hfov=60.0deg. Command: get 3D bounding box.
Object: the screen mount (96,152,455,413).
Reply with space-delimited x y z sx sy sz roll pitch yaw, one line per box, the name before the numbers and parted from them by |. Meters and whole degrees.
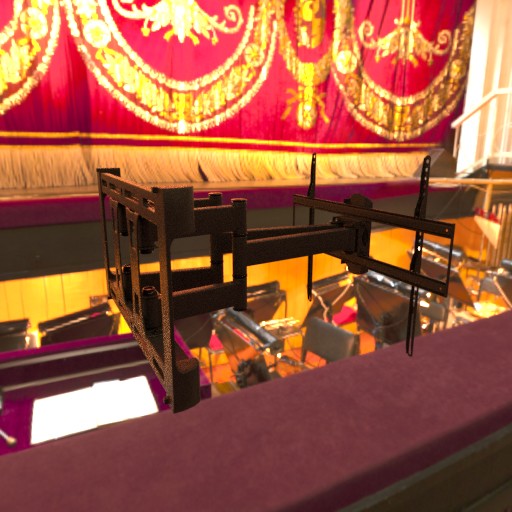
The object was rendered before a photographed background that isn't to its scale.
screen mount | 0.000 0.000 1.103 0.644 0.491 0.661 -7 16 -26
